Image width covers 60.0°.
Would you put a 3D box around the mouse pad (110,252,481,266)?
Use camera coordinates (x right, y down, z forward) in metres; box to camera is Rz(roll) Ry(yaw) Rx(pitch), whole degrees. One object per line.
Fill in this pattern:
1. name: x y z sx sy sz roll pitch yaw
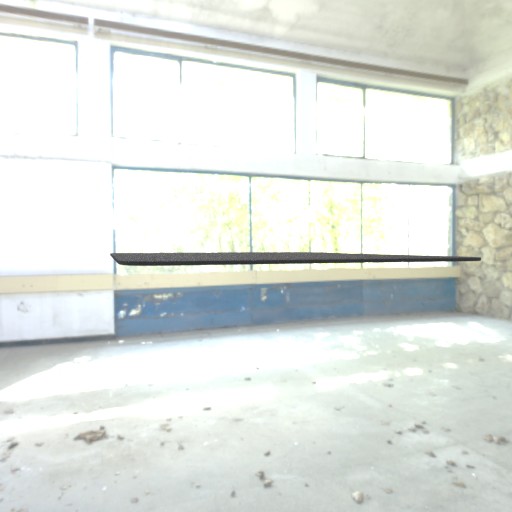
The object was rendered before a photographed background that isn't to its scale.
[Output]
1. mouse pad: 0.000 0.000 0.343 0.211 0.002 0.249 0 1 -19
